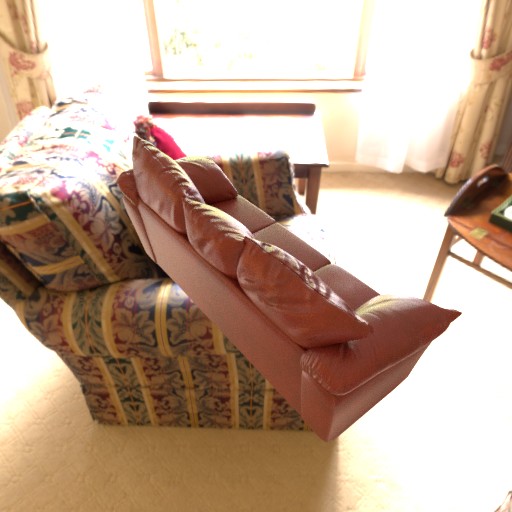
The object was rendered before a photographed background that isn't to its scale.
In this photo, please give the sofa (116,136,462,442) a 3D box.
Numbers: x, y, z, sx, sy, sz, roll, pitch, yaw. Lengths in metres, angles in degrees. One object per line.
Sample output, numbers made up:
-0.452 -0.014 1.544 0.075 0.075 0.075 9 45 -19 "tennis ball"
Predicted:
0.000 0.000 2.936 0.907 1.091 2.390 -27 47 -28 "sofa"
